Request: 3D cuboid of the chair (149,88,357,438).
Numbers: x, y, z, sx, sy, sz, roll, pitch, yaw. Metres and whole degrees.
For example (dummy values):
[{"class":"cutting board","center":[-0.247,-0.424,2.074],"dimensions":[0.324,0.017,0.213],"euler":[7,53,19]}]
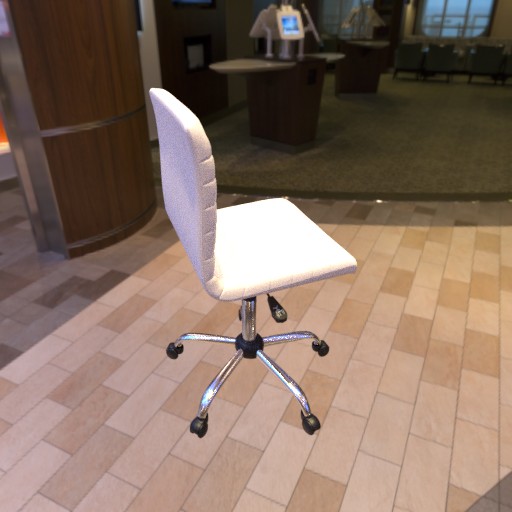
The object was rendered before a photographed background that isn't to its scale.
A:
[{"class":"chair","center":[0.000,0.000,1.073],"dimensions":[0.455,0.750,0.520],"euler":[-10,31,-18]}]
